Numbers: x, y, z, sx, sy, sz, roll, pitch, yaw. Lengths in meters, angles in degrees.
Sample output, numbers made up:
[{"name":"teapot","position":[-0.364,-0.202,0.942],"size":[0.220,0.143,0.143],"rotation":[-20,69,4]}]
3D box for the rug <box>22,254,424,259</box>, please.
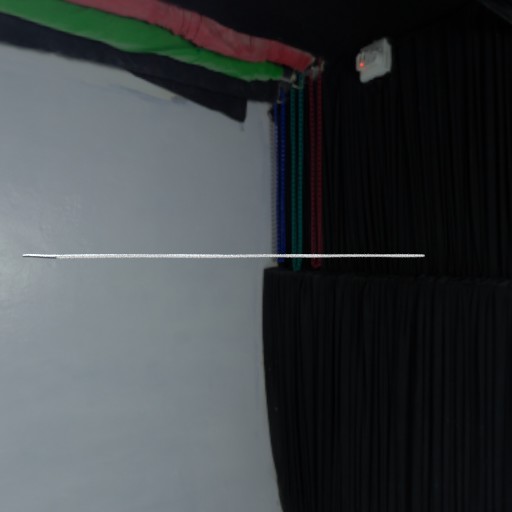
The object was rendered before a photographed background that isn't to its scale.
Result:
[{"name":"rug","position":[0.000,0.000,2.410],"size":[2.182,0.015,0.645],"rotation":[0,0,-36]}]
